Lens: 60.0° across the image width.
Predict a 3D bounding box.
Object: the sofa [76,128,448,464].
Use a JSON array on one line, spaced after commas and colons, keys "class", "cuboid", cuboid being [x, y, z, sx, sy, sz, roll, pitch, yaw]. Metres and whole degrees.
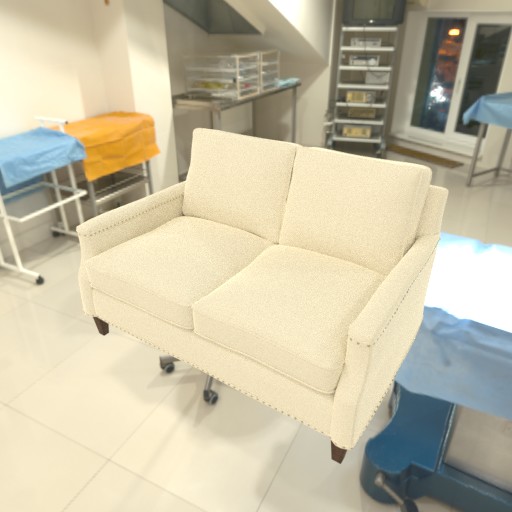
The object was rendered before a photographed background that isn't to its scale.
[{"class": "sofa", "cuboid": [0.000, 0.000, 2.260, 1.597, 1.003, 1.084, 18, 34, 29]}]
